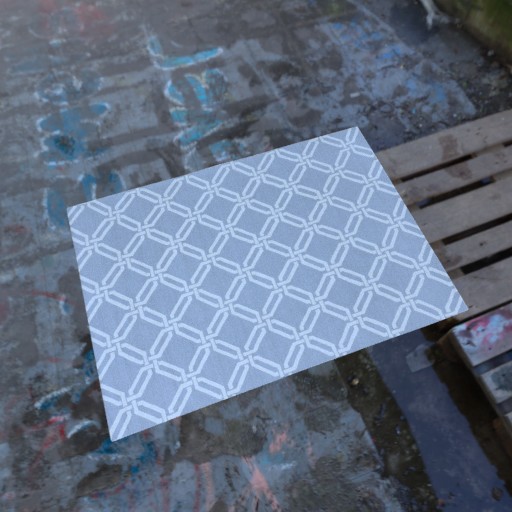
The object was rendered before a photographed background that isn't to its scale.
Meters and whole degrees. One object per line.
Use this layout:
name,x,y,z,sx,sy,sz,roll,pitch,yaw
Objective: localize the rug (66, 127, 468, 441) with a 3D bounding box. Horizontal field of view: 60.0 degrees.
rug,0.000,0.000,2.775,2.133,0.013,1.522,-18,64,-9
